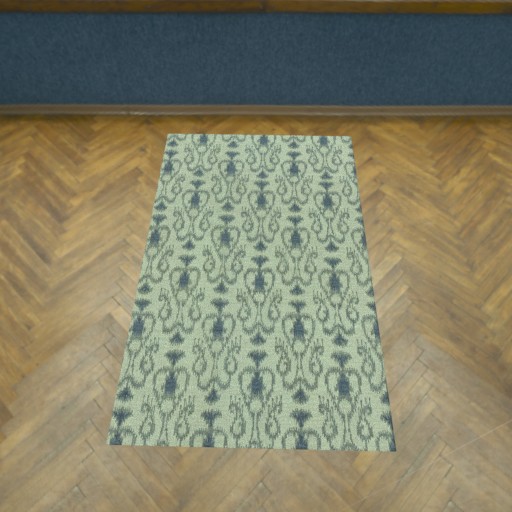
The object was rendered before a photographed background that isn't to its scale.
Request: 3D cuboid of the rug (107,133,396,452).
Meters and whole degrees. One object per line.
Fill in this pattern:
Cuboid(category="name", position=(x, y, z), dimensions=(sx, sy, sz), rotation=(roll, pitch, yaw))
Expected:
Cuboid(category="rug", position=(0.000, 0.000, 2.040), dimensions=(1.035, 0.006, 1.652), rotation=(1, 56, 1))
